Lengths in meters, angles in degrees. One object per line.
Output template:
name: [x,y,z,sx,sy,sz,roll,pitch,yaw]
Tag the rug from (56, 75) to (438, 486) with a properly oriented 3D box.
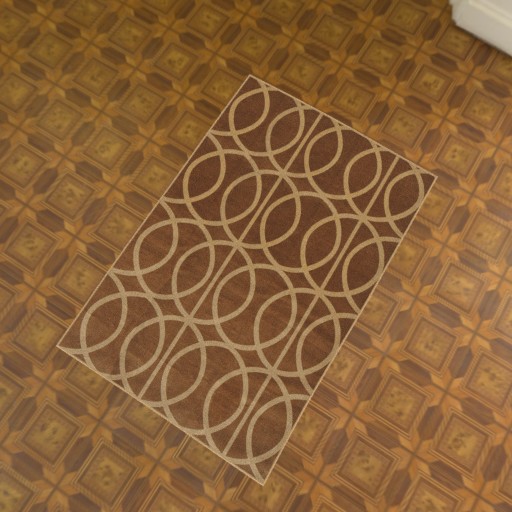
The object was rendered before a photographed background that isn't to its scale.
rug: [0.000,0.000,2.901,1.528,0.014,2.294,31,78,7]
